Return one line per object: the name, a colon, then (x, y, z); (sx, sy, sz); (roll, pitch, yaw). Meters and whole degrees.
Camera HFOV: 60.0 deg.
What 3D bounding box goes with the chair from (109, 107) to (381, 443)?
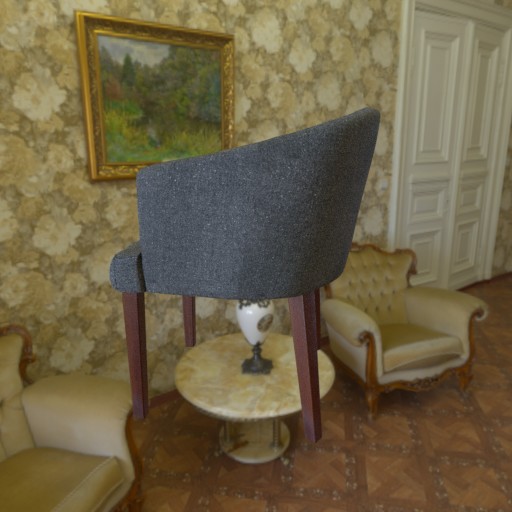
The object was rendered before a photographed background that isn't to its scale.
chair: (0.000, 0.000, 1.292); (0.655, 0.811, 0.583); (2, 14, 8)
